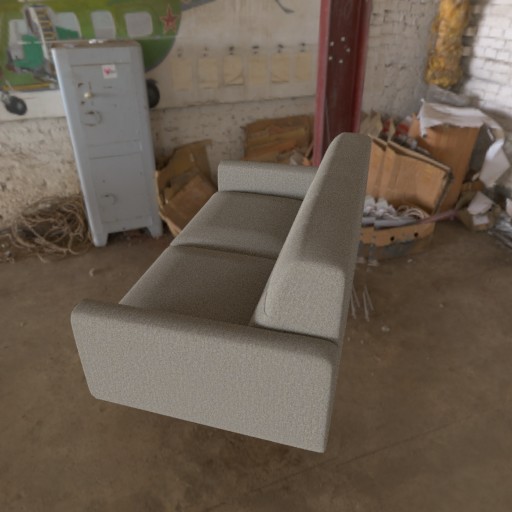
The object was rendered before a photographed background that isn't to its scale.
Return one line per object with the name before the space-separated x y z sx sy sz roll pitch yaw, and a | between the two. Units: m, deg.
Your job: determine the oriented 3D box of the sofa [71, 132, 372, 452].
sofa | 0.000 0.000 2.188 0.952 0.925 1.651 8 33 13
